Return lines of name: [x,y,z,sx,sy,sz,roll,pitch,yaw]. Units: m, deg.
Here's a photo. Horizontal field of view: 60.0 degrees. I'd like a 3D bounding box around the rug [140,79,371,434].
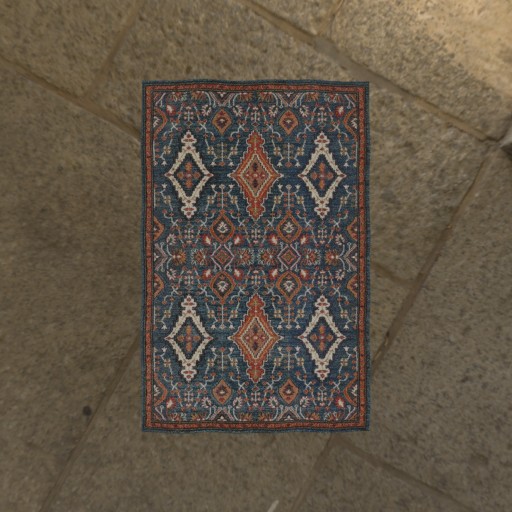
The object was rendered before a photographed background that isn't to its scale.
rug: [0.000,0.000,4.215,2.190,0.008,3.371,0,90,-1]
